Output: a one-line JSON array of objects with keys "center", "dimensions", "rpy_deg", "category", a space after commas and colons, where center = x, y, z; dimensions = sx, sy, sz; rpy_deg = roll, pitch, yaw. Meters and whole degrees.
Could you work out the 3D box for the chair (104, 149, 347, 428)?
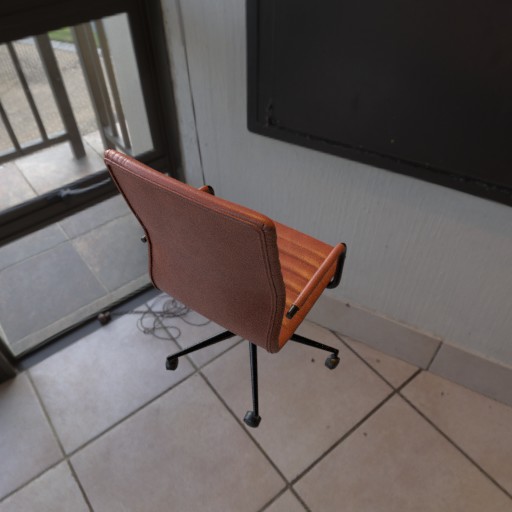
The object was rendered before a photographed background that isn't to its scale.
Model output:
[{"center": [0.000, 0.000, 1.296], "dimensions": [0.600, 0.878, 0.578], "rpy_deg": [26, 52, 22], "category": "chair"}]
